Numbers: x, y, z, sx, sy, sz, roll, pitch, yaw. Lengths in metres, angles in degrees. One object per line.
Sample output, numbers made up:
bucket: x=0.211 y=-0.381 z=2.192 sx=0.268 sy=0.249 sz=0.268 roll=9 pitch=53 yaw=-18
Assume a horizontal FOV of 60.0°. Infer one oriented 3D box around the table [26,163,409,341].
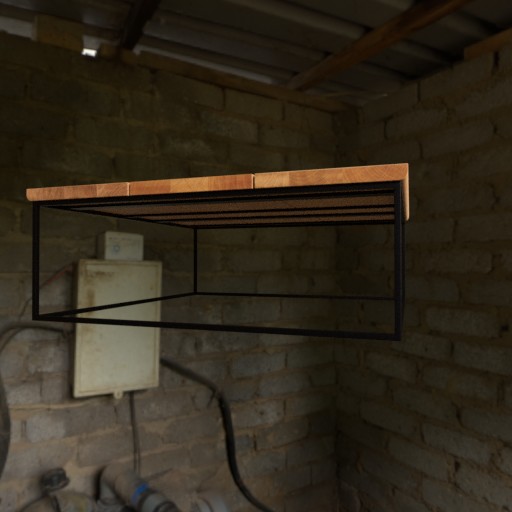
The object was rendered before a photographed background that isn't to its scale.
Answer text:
table: x=0.000 y=0.000 z=1.688 sx=1.100 sy=0.400 sz=1.100 roll=0 pitch=-1 yaw=19
